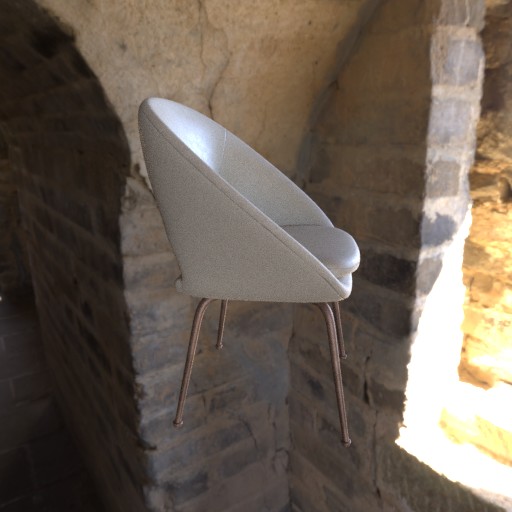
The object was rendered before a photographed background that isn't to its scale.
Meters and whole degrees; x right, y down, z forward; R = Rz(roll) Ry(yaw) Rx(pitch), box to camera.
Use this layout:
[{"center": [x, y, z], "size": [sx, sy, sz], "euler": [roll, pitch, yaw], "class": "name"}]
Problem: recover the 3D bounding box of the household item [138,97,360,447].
[{"center": [0.000, 0.000, 1.258], "size": [0.573, 0.852, 0.623], "euler": [3, 16, 9], "class": "household item"}]
